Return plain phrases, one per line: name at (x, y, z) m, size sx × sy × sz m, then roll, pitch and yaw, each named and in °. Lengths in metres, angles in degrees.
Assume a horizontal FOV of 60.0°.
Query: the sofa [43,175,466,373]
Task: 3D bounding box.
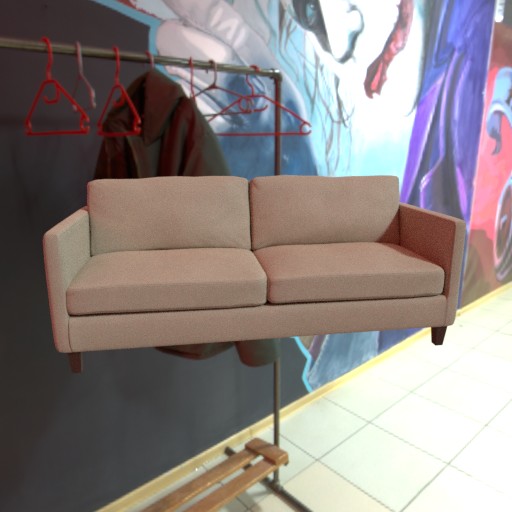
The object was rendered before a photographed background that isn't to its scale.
sofa at (0.000, 0.000, 2.700) m, size 2.181 × 0.932 × 0.948 m, roll -2°, pitch 15°, yaw -9°
